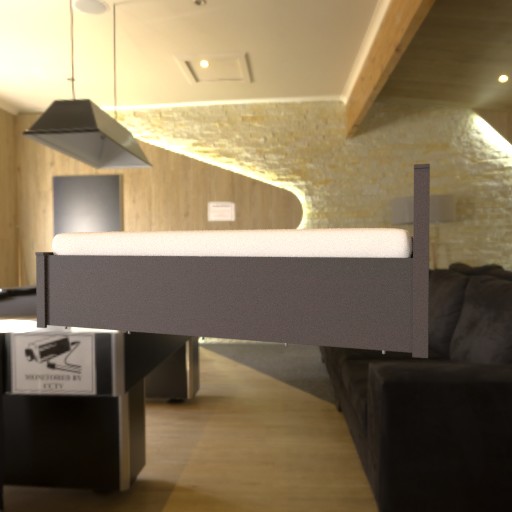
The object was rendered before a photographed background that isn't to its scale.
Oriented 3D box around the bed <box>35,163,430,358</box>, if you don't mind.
[{"bbox_3d":[0.000,0.000,2.957,2.103,0.808,1.634,0,1,20],"label":"bed"}]
